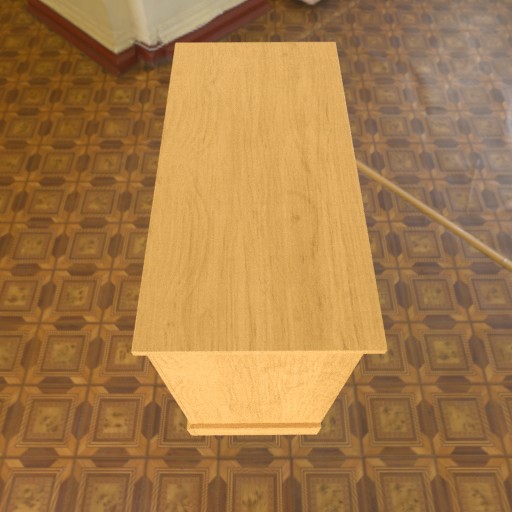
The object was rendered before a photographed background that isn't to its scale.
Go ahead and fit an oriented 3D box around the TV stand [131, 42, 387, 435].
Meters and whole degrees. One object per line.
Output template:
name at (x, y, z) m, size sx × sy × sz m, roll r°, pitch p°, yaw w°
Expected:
TV stand at (0.000, 0.000, 1.292) m, size 0.430 × 0.787 × 0.851 m, roll 0°, pitch 59°, yaw 0°
